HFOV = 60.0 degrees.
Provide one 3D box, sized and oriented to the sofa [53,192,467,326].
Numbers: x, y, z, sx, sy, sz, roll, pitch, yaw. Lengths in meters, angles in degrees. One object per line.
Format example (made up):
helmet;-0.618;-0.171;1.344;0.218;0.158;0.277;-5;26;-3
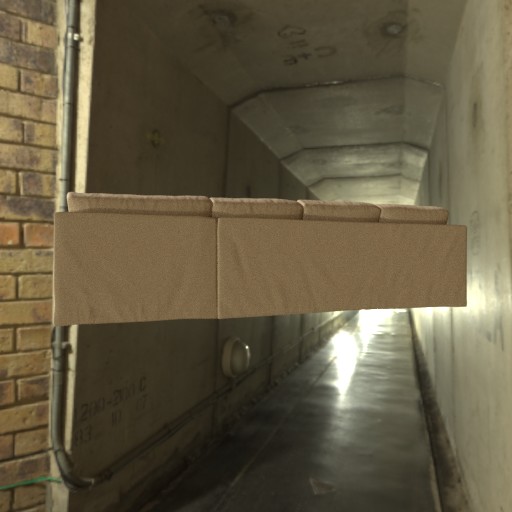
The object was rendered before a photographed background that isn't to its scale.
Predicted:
sofa;0.000;0.000;3.928;3.206;0.871;1.622;0;0;-20
